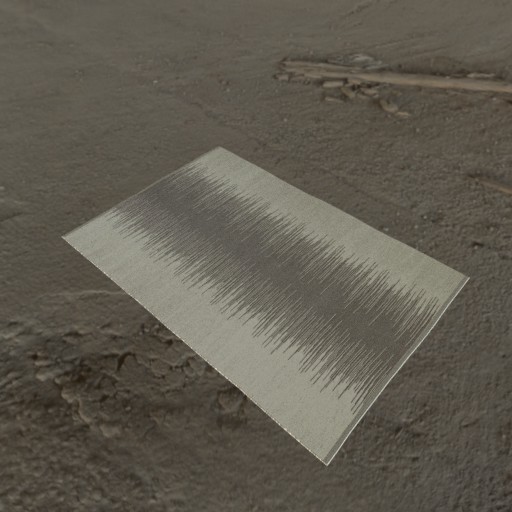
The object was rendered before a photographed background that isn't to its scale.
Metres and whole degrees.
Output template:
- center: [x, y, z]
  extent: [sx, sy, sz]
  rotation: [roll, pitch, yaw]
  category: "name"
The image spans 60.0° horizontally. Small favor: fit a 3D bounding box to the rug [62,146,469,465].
- center: [0.000, 0.000, 2.351]
  extent: [1.815, 0.007, 1.226]
  rotation: [33, 55, 28]
  category: "rug"
